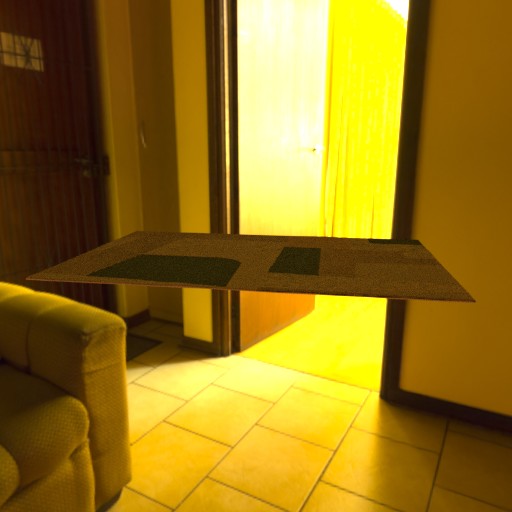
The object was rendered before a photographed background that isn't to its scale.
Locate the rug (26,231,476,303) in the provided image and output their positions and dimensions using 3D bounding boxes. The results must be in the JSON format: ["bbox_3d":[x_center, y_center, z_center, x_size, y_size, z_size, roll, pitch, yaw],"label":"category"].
[{"bbox_3d":[0.000,0.000,3.079,2.436,0.015,1.521,2,14,9],"label":"rug"}]
